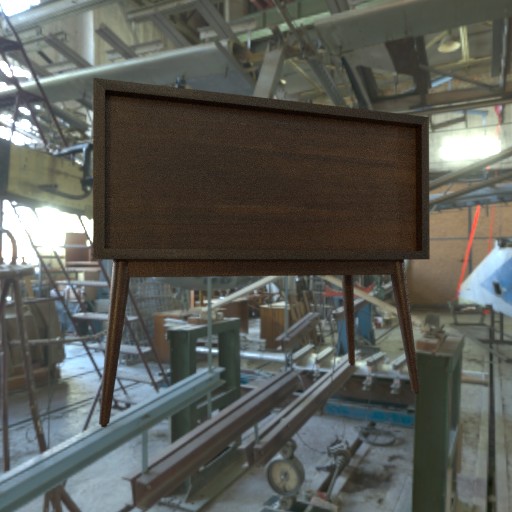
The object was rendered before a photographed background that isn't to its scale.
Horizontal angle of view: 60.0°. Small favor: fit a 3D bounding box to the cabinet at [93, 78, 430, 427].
[{"bbox_3d":[0.000,0.000,1.099,0.743,0.654,0.354,0,-1,-17],"label":"cabinet"}]
